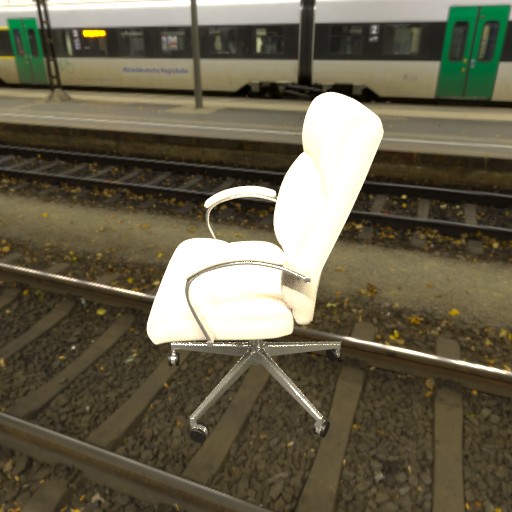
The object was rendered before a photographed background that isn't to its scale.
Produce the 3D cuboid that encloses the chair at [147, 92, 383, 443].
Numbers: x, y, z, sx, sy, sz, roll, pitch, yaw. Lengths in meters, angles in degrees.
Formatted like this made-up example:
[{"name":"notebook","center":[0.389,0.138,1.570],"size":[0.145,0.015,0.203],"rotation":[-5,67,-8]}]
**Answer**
[{"name":"chair","center":[0.000,0.000,1.616],"size":[0.745,1.099,0.727],"rotation":[0,25,0]}]
